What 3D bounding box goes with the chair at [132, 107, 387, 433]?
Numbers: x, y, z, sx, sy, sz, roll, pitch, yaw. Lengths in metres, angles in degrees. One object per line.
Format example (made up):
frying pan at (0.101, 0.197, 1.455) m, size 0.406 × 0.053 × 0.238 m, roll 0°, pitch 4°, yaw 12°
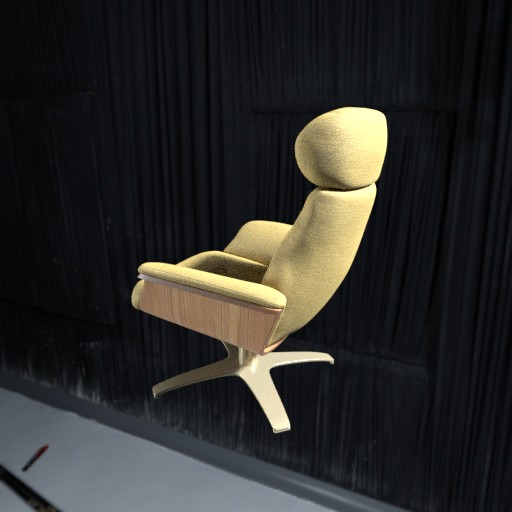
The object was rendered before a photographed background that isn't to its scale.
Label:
chair at (0.000, 0.000, 1.590) m, size 0.837 × 0.995 × 0.785 m, roll 8°, pitch 18°, yaw 25°
